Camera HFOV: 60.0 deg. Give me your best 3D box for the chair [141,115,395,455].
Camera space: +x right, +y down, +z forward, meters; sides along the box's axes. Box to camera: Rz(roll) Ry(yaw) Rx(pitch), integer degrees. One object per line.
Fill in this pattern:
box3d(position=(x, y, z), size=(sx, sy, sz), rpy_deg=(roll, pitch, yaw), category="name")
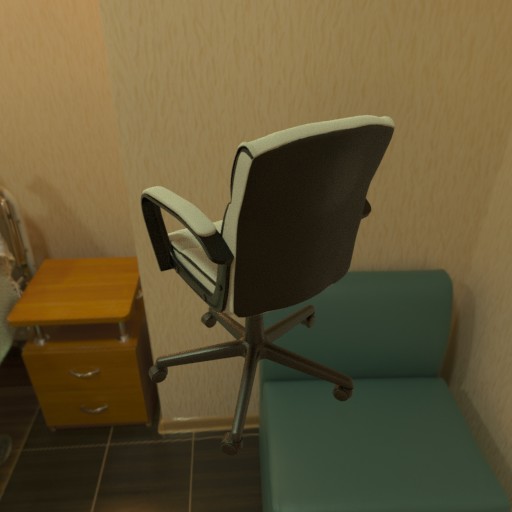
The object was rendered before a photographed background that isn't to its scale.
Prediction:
box3d(position=(0.000, 0.000, 1.473), size=(0.739, 1.004, 0.717), rpy_deg=(-18, 34, -29), category="chair")
